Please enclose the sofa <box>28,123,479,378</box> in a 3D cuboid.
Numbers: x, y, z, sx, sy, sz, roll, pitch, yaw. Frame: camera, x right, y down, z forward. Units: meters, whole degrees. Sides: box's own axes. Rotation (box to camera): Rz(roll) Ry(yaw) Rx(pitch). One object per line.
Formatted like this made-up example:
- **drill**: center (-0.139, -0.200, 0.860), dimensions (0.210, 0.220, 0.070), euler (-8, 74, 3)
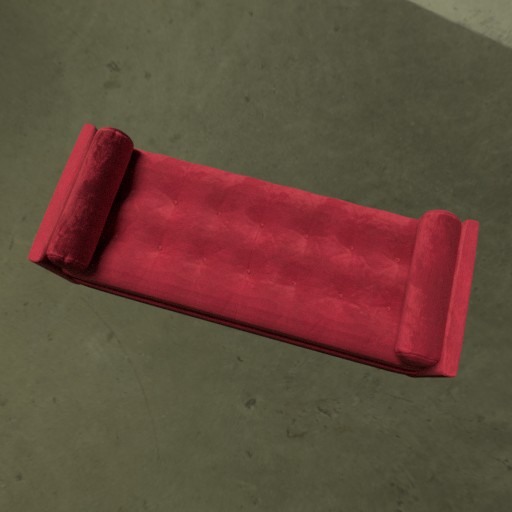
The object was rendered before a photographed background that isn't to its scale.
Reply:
- **sofa**: center (0.000, 0.000, 2.435), dimensions (2.102, 0.705, 0.796), euler (15, 75, 4)
